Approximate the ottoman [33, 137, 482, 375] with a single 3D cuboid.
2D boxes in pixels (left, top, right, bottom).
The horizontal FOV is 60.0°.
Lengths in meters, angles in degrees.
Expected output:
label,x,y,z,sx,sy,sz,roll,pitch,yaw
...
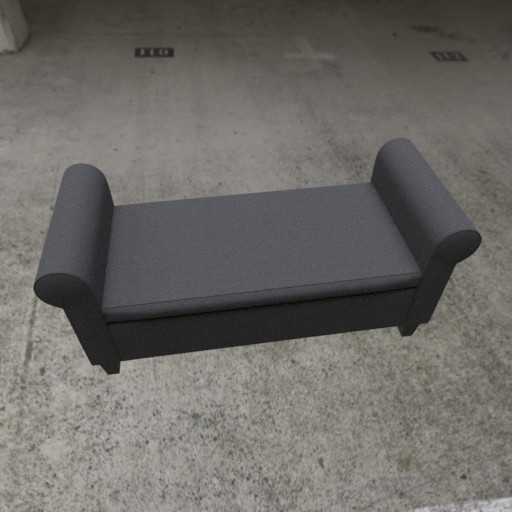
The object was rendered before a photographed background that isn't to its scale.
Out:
label,x,y,z,sx,sy,sz,roll,pitch,yaw
ottoman,0.000,0.000,1.552,1.256,0.547,0.521,-6,46,-6
